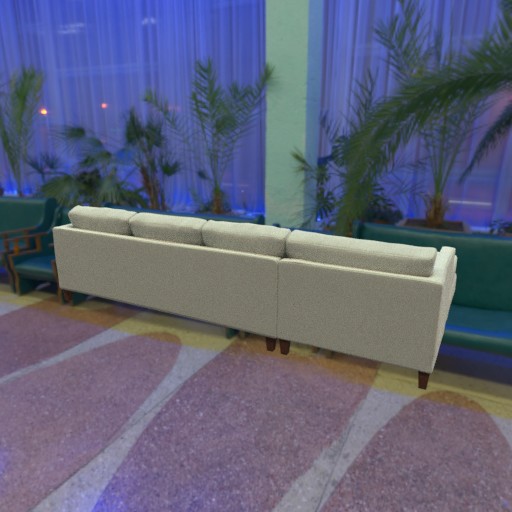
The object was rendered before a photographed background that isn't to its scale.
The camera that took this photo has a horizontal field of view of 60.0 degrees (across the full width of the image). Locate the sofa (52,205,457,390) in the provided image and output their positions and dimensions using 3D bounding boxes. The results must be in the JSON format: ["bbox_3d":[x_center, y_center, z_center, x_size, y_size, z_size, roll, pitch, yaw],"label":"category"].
[{"bbox_3d":[0.000,0.000,3.907,3.186,0.861,1.625,8,18,26],"label":"sofa"}]
